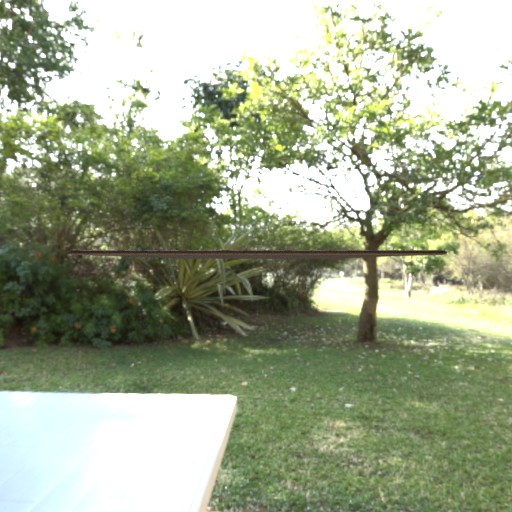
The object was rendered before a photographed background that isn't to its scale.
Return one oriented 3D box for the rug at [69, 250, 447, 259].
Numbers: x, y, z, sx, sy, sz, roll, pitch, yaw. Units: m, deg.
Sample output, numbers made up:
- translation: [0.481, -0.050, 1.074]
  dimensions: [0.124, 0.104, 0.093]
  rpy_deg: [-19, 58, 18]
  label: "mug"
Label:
- translation: [0.000, 0.000, 2.994]
  dimensions: [1.521, 0.023, 2.464]
  rpy_deg: [0, -1, 0]
  label: "rug"
